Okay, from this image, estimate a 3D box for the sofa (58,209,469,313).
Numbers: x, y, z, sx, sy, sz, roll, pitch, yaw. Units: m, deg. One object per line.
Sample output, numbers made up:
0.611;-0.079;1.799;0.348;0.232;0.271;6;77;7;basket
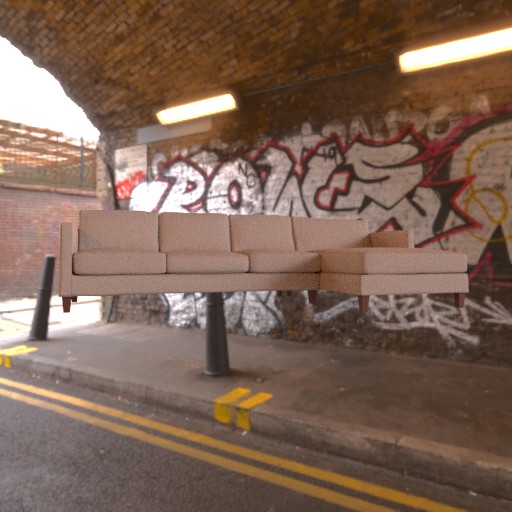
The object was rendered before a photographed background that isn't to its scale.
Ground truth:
0.000;0.000;3.916;3.186;0.861;1.625;0;0;-18;sofa
